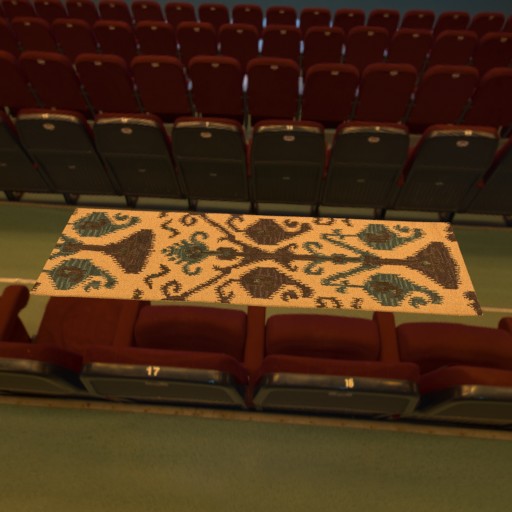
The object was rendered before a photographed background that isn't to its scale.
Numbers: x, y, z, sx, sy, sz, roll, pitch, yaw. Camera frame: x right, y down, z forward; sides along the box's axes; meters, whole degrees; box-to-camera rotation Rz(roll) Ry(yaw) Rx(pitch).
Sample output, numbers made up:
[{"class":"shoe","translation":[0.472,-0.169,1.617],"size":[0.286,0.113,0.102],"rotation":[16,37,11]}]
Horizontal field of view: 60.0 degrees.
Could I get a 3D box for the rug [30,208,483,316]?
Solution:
[{"class":"rug","translation":[0.000,0.000,2.474],"size":[2.301,0.017,0.692],"rotation":[3,46,2]}]
